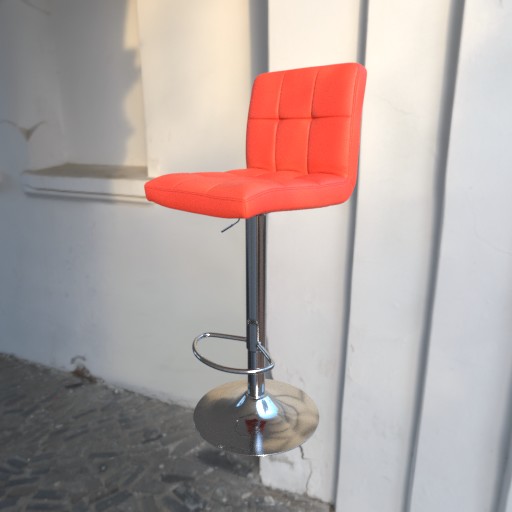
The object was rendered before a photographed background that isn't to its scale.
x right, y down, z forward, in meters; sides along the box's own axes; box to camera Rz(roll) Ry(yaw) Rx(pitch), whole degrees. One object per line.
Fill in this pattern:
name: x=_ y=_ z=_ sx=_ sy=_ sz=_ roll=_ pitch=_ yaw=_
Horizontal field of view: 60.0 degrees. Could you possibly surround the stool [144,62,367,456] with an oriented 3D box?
stool: x=0.000 y=0.000 z=1.359 sx=0.430 sy=1.115 sz=0.505 roll=14 pitch=21 yaw=42
